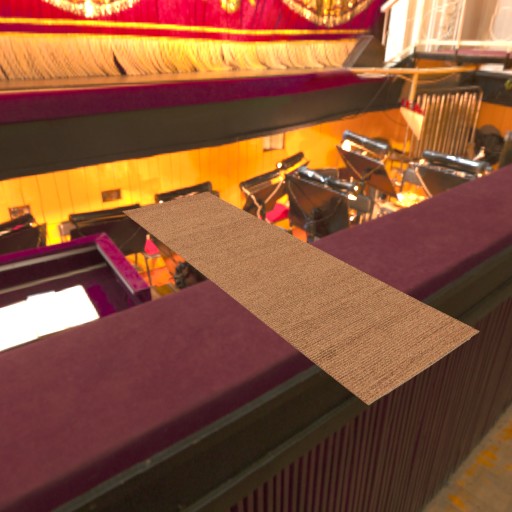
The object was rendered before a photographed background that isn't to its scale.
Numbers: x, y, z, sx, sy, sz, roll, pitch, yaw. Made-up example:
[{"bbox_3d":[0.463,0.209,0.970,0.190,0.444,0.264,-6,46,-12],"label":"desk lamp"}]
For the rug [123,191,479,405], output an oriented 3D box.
[{"bbox_3d":[0.000,0.000,2.642,0.741,0.014,2.390,-18,32,-32],"label":"rug"}]
